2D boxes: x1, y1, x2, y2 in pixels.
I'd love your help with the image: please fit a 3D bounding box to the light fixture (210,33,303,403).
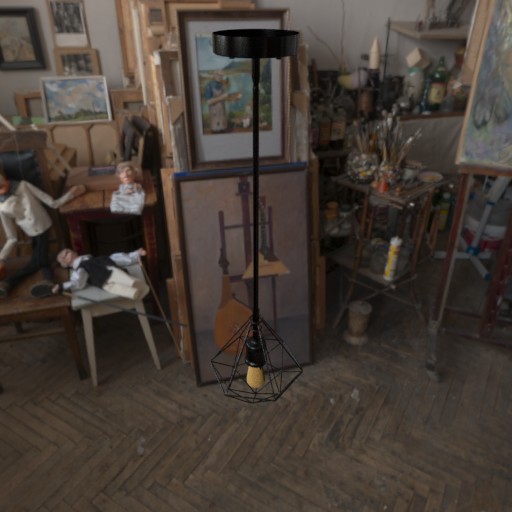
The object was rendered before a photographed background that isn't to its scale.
[{"bbox_3d":[0.000,0.000,1.953,0.431,1.764,0.487,22,38,32],"label":"light fixture"}]
